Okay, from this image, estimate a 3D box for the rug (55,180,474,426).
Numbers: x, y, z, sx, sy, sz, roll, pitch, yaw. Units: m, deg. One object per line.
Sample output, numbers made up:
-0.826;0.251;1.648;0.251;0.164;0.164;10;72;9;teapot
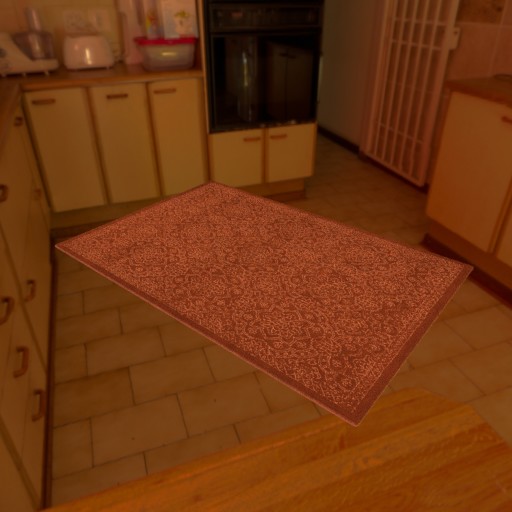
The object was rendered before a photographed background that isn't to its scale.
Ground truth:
0.000;0.000;2.312;1.829;0.010;1.219;23;38;33;rug
